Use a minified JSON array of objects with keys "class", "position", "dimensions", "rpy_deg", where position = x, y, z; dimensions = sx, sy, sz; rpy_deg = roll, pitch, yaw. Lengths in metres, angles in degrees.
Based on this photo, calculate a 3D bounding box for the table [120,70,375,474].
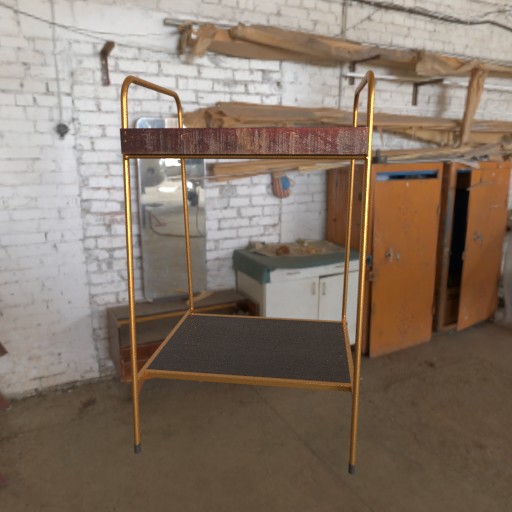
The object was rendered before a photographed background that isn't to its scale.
[{"class":"table","position":[0.000,0.000,0.965],"dimensions":[0.430,0.710,0.430],"rpy_deg":[2,14,8]}]
